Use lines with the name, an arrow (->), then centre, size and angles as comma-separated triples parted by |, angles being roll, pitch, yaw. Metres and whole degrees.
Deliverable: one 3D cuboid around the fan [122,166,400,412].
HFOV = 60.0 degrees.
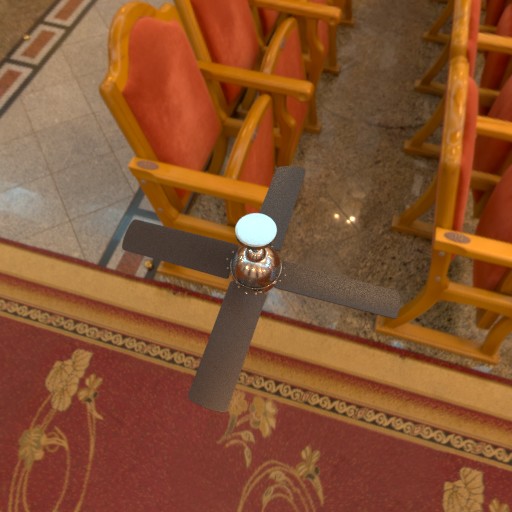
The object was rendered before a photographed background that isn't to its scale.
fan -> 0.000, 0.000, 1.981 | 1.332, 0.403, 1.332 | 15, 59, 9
